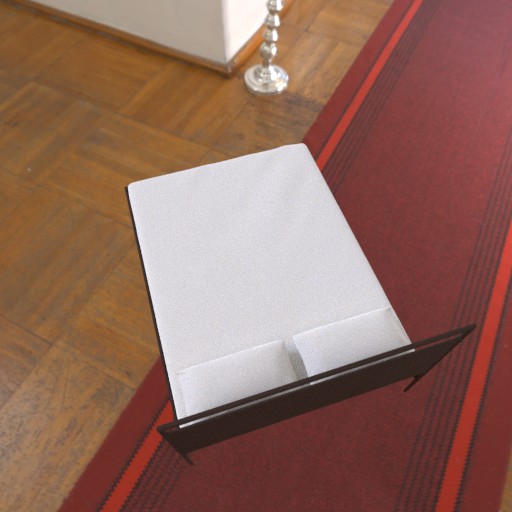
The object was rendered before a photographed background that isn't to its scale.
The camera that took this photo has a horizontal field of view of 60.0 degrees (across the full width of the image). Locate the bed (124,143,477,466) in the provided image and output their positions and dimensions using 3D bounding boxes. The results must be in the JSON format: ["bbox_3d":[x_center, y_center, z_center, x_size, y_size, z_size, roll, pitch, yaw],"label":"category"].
[{"bbox_3d":[0.000,0.000,3.048,1.572,1.173,2.122,-15,59,-9],"label":"bed"}]
